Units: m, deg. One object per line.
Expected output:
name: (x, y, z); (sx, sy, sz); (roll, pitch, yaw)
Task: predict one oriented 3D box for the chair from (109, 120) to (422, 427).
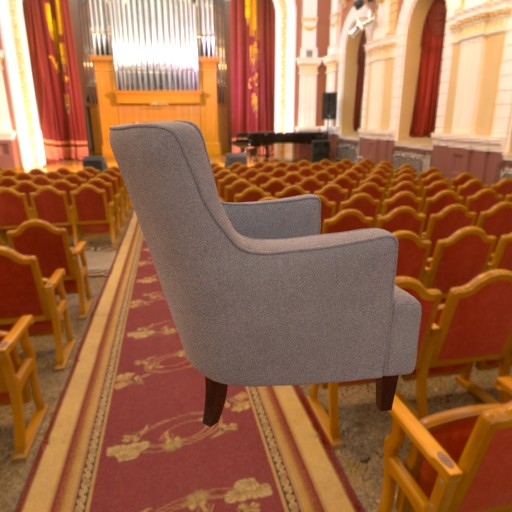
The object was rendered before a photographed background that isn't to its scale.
chair: (0.000, 0.000, 1.571); (0.910, 0.919, 0.781); (-3, 17, -10)
